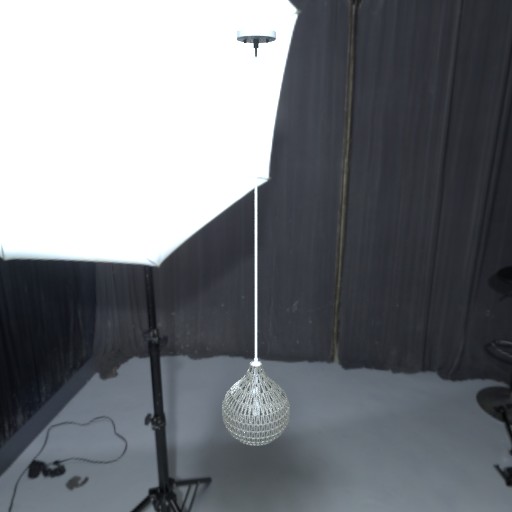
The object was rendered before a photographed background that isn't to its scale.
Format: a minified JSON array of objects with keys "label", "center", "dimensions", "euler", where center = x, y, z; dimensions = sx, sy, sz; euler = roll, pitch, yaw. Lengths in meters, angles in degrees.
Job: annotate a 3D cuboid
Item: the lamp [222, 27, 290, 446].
[{"label":"lamp","center":[0.000,0.000,2.089],"dimensions":[0.355,1.919,0.355],"euler":[2,16,8]}]
